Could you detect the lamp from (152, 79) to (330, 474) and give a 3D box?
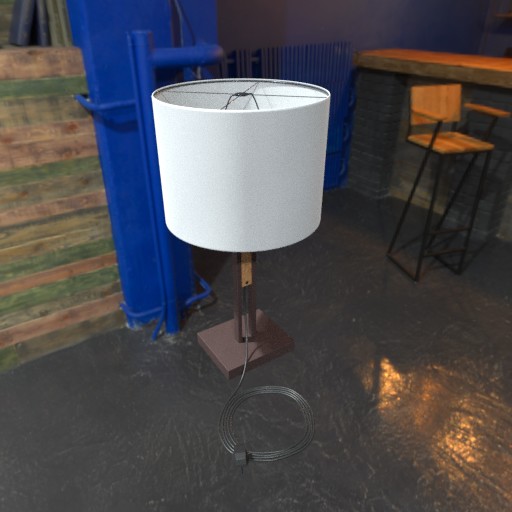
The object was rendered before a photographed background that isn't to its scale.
[{"bbox_3d":[0.000,0.000,0.987,0.396,0.668,0.525,-18,34,-28],"label":"lamp"}]
